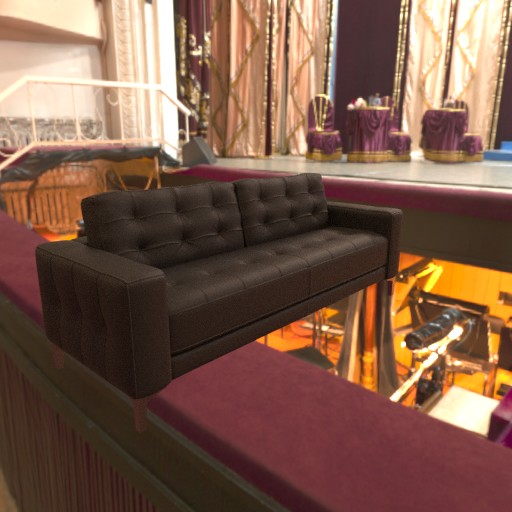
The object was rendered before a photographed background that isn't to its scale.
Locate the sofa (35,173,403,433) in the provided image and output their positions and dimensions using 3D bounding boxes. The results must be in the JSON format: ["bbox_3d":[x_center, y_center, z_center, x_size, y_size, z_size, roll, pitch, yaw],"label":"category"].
[{"bbox_3d":[0.000,0.000,2.681,0.833,0.893,2.275,13,20,41],"label":"sofa"}]
